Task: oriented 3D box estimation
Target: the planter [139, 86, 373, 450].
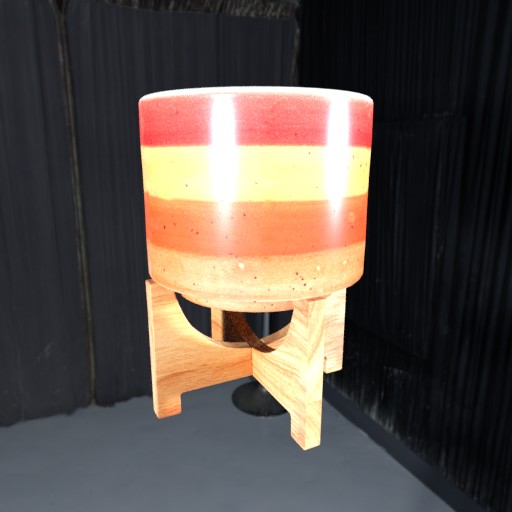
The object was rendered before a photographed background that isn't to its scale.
[{"bbox_3d":[0.000,0.000,0.403,0.199,0.268,0.199,0,14,0],"label":"planter"}]
